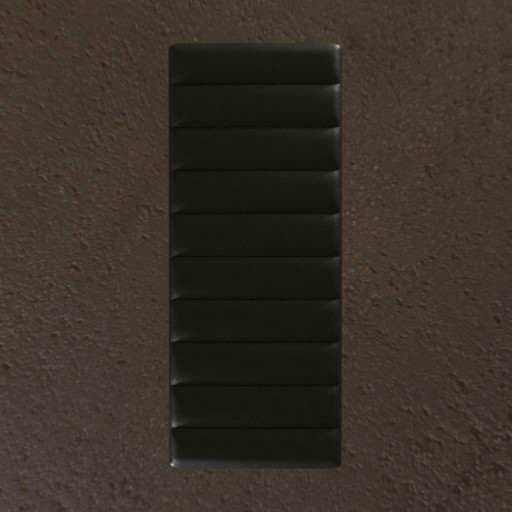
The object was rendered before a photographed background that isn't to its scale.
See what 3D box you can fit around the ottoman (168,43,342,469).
[{"bbox_3d":[0.000,0.000,1.389,0.482,0.469,1.151,0,90,0],"label":"ottoman"}]
